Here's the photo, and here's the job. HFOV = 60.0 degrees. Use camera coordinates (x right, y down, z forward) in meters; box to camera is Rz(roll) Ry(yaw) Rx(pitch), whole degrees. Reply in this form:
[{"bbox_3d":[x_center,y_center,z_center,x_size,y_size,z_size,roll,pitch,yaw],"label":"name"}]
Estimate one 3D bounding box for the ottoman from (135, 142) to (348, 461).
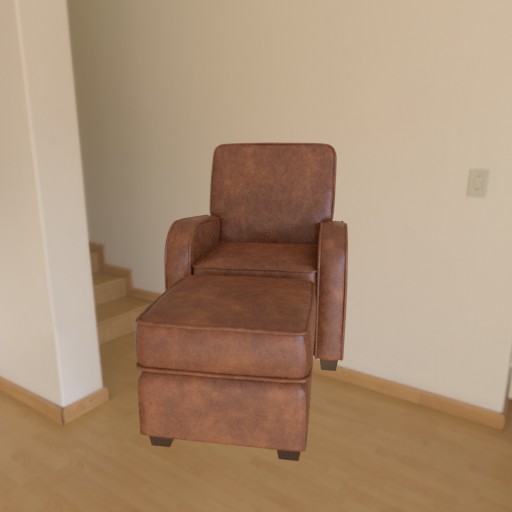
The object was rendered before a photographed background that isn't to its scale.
[{"bbox_3d":[0.000,0.000,1.800,0.732,0.904,1.314,2,14,9],"label":"ottoman"}]
